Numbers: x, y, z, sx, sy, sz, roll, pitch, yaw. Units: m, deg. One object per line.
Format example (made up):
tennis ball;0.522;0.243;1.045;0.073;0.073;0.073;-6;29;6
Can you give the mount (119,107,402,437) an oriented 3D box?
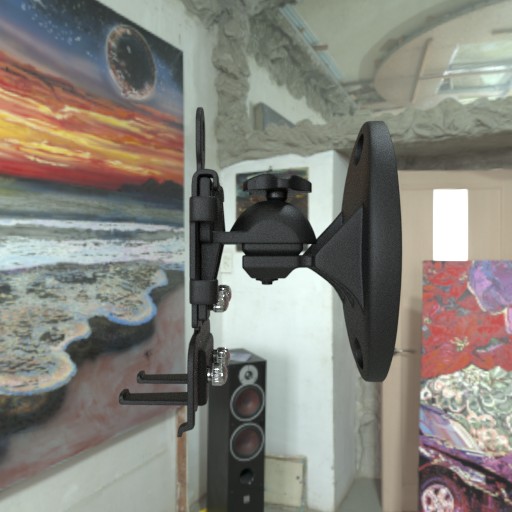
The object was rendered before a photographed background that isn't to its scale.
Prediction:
mount;0.000;0.000;0.178;0.100;0.118;0.066;0;0;-1
